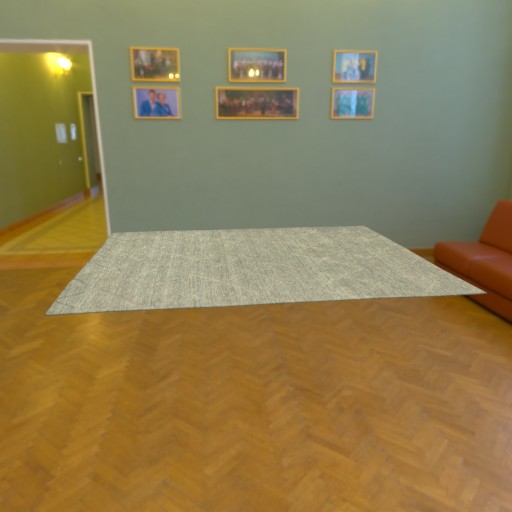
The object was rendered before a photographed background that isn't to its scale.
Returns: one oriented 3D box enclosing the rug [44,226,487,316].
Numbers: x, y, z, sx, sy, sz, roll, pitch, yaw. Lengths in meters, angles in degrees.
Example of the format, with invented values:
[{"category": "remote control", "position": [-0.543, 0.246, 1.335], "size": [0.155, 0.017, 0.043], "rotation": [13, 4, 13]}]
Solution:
[{"category": "rug", "position": [0.000, 0.000, 4.137], "size": [3.048, 0.013, 2.438], "rotation": [-2, 16, -7]}]
